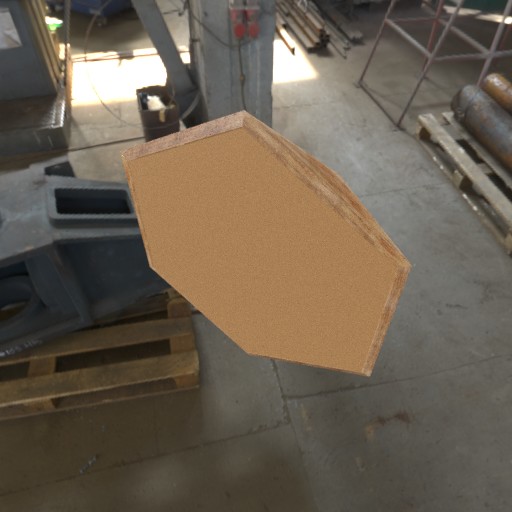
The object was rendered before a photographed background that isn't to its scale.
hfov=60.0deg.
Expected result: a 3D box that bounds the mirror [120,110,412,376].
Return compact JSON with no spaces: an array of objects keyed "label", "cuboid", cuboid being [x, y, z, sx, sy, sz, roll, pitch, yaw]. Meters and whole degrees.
[{"label":"mirror","cuboid":[0.000,0.000,1.049,0.675,0.779,0.091,24,51,21]}]
